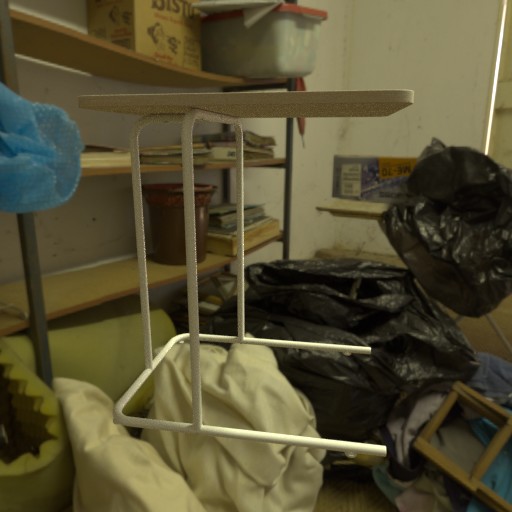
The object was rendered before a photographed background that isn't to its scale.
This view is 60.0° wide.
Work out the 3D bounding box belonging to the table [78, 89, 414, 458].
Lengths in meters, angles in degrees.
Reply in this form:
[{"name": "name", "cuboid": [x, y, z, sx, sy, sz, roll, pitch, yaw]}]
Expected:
[{"name": "table", "cuboid": [0.000, 0.000, 0.843, 0.480, 0.550, 0.370, 3, 15, 10]}]
